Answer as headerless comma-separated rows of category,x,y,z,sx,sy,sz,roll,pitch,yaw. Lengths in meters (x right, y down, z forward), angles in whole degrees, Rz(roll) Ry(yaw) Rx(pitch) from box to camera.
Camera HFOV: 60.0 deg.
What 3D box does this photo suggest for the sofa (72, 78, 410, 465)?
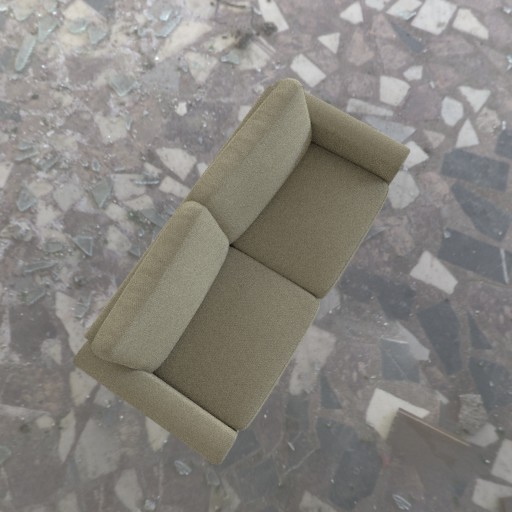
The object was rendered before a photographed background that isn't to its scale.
sofa,0.000,0.000,2.716,1.016,0.873,2.179,32,77,8
